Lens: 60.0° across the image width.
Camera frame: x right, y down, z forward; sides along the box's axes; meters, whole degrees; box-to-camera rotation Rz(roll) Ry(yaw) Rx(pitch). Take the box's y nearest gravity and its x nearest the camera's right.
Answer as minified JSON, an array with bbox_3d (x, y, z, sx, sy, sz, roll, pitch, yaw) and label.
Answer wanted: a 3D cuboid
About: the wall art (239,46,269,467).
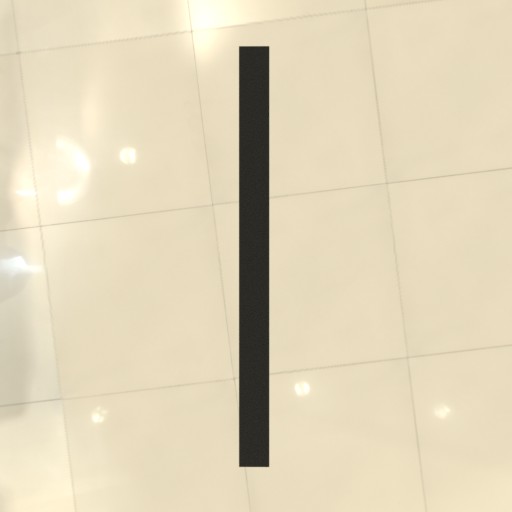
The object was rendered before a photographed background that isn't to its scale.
[{"bbox_3d":[0.000,0.000,0.548,0.024,0.404,0.329,0,90,0],"label":"wall art"}]
